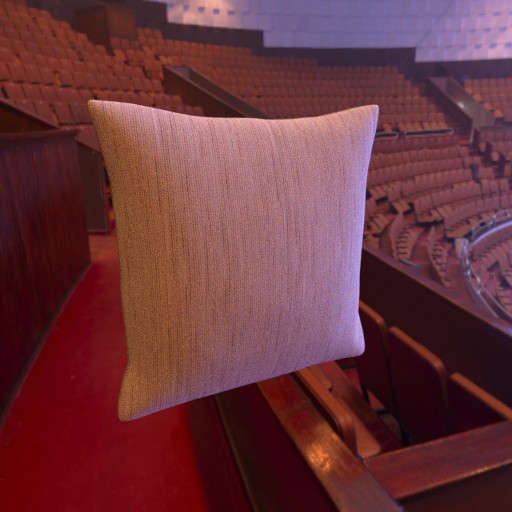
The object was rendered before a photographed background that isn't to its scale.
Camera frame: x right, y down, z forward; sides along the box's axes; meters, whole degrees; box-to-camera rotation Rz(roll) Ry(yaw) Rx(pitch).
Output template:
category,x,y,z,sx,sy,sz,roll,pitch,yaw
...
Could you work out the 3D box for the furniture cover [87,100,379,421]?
category,x,y,z,sx,sy,sz,roll,pitch,yaw
furniture cover,0.000,0.000,0.772,0.512,0.506,0.178,-8,19,-25
